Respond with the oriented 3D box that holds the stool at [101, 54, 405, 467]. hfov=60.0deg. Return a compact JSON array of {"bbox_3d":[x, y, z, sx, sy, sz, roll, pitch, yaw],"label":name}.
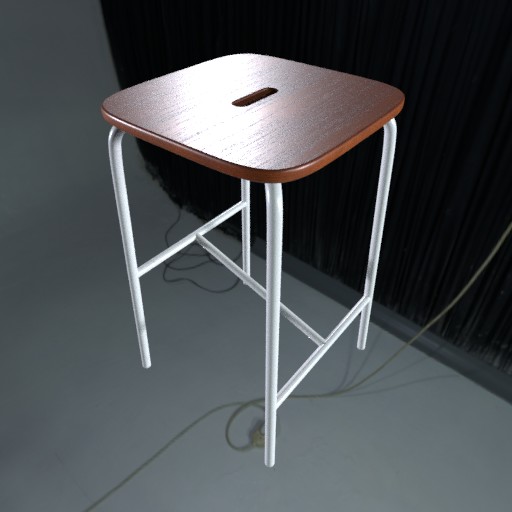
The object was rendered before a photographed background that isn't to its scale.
[{"bbox_3d":[0.000,0.000,0.847,0.376,0.610,0.376,27,47,29],"label":"stool"}]
